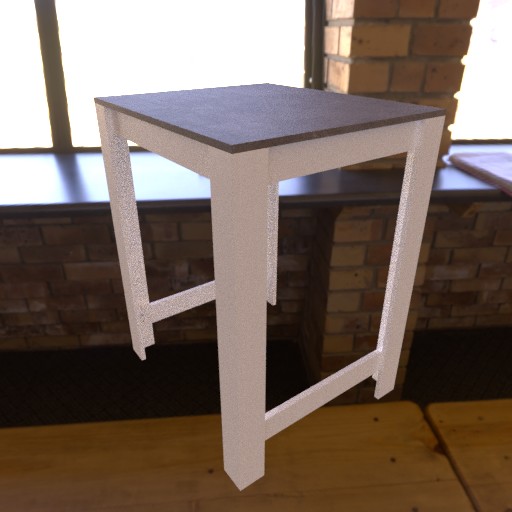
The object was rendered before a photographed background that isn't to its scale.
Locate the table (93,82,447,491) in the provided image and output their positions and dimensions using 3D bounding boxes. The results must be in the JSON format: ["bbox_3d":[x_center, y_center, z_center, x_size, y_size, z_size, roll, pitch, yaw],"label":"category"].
[{"bbox_3d":[0.000,0.000,1.542,0.700,1.020,0.800,-19,33,-32],"label":"table"}]
